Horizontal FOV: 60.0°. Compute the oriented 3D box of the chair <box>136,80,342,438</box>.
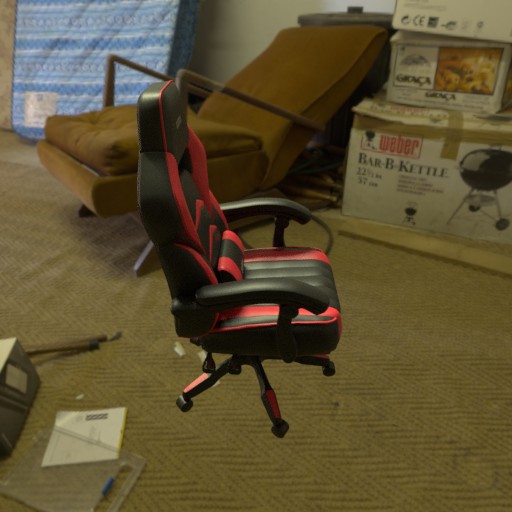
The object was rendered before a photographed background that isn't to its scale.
[{"bbox_3d":[0.000,0.000,1.662,0.700,1.220,0.700,0,32,1],"label":"chair"}]
